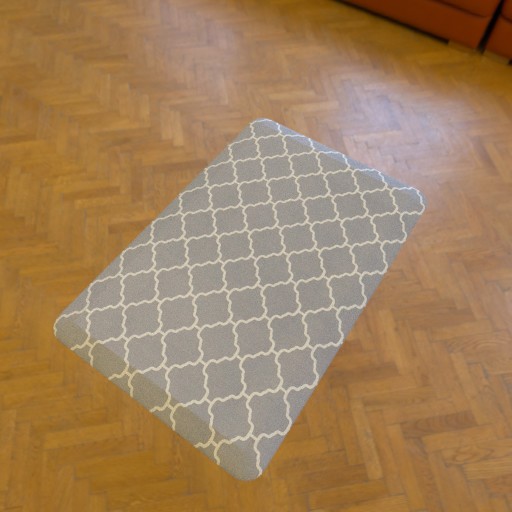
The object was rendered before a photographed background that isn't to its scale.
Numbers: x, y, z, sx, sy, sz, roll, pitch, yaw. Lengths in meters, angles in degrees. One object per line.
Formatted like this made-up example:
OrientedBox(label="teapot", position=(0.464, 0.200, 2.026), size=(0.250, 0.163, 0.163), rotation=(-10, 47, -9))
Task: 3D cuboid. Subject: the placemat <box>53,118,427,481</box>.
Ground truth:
OrientedBox(label="placemat", position=(0.000, 0.000, 0.976), size=(0.508, 0.021, 0.762), rotation=(31, 64, 17))
